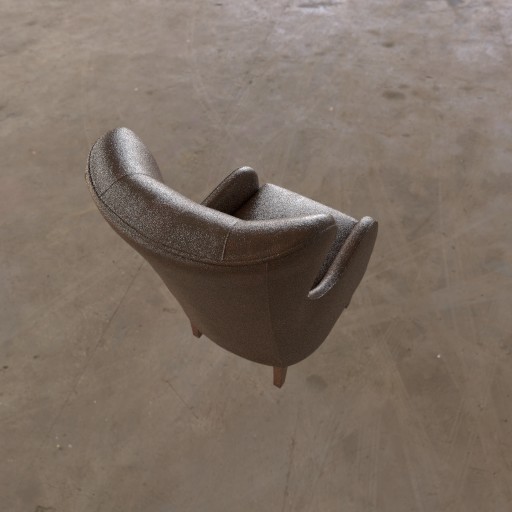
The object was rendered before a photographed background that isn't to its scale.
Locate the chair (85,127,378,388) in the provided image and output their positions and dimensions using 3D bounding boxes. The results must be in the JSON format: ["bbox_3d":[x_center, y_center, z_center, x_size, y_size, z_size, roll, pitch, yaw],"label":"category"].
[{"bbox_3d":[0.000,0.000,1.596,0.692,1.048,0.914,27,53,22],"label":"chair"}]
